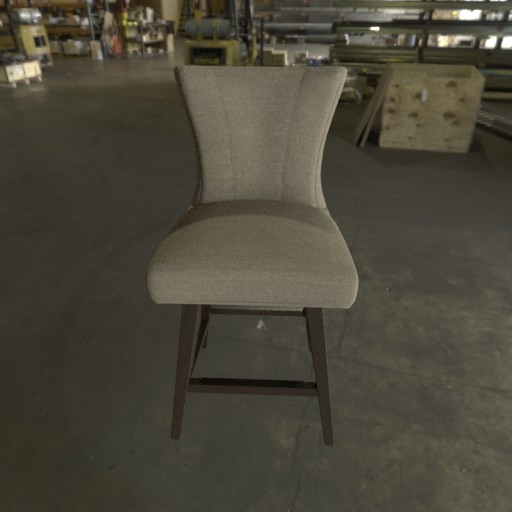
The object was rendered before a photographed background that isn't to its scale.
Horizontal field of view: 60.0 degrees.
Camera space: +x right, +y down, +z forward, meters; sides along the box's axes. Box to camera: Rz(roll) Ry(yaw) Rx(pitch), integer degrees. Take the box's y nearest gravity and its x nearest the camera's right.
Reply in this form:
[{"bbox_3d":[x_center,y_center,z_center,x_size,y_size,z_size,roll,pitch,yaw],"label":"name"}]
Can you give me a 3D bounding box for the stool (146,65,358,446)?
[{"bbox_3d":[0.000,0.000,1.326,0.514,1.000,0.574,1,30,2],"label":"stool"}]
